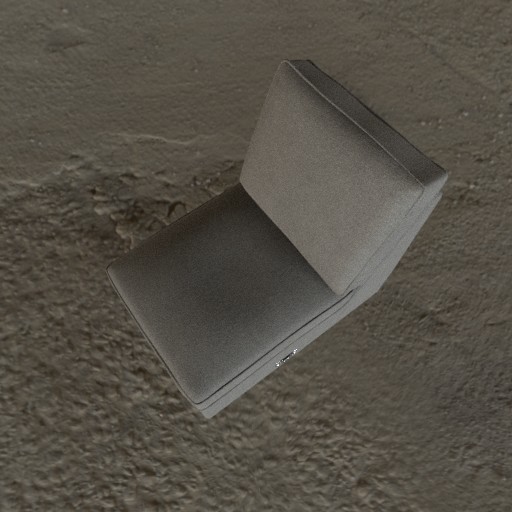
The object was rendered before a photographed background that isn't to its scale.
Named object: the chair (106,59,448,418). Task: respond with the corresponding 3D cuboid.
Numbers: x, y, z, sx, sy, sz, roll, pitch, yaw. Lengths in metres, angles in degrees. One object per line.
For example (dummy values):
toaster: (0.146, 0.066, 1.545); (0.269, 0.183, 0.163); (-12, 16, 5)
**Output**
chair: (0.000, 0.000, 1.571); (0.938, 0.970, 0.621); (-34, 68, -16)
